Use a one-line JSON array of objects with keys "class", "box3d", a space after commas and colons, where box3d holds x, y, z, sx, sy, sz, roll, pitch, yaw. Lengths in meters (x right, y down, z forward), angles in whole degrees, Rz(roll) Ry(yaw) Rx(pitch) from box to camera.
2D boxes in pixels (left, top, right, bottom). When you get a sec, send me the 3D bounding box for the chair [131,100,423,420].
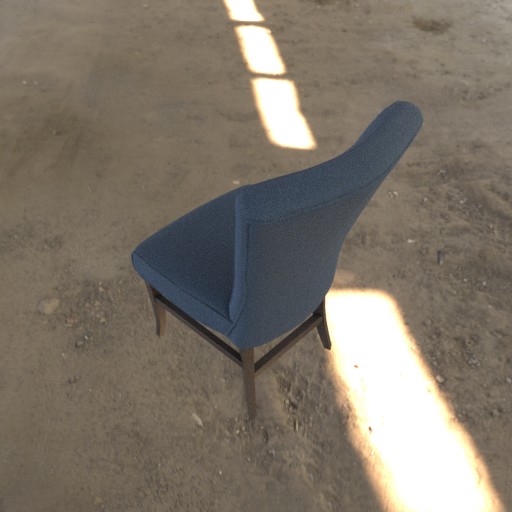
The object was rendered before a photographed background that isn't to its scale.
[{"class": "chair", "box3d": [0.000, 0.000, 1.326, 0.520, 0.991, 0.660, -34, 55, -28]}]
